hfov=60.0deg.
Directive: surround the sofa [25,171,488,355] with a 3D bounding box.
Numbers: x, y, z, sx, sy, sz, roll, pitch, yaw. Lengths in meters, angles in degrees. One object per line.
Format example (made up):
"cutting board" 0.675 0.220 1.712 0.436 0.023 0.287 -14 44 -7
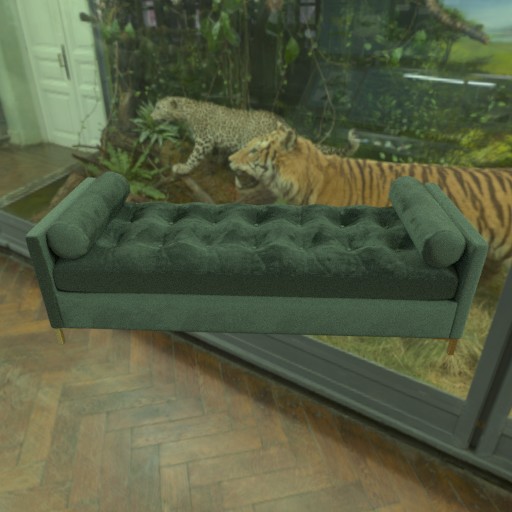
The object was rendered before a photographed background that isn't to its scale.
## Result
"sofa" 0.000 0.000 2.446 2.102 0.705 0.796 1 30 2
